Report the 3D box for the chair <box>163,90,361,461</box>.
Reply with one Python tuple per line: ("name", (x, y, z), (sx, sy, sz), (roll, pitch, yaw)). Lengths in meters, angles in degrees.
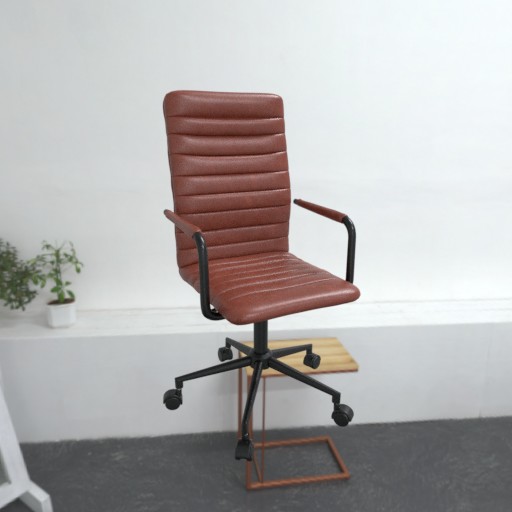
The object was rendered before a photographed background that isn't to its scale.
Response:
("chair", (0.000, 0.000, 1.368), (0.608, 0.979, 0.580), (-8, 18, -25))
